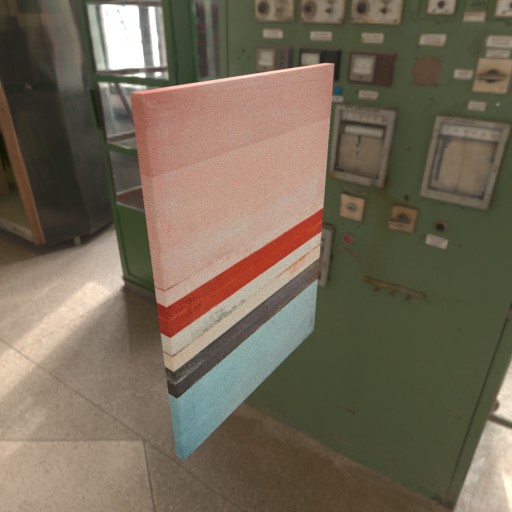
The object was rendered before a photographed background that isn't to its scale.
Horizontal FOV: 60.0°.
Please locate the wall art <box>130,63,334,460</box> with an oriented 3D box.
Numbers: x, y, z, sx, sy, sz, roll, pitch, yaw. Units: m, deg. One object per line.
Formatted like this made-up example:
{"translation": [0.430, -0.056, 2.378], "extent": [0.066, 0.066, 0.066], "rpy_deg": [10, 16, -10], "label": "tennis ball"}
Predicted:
{"translation": [0.000, 0.000, 1.334], "extent": [0.039, 1.016, 0.761], "rpy_deg": [19, 34, 31], "label": "wall art"}
